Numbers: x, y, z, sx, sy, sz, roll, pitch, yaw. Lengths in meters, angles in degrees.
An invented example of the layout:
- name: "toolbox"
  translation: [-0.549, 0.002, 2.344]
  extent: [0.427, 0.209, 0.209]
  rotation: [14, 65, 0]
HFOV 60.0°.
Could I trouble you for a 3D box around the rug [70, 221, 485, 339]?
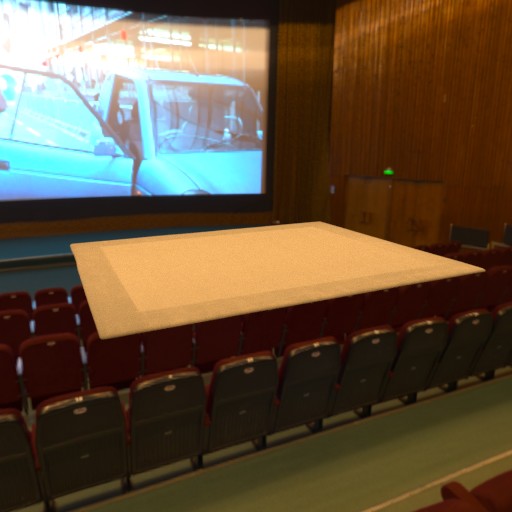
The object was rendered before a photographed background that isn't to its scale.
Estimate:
- name: "rug"
  translation: [0.000, 0.000, 4.007]
  extent: [2.976, 0.018, 2.430]
  rotation: [-7, 16, -25]
